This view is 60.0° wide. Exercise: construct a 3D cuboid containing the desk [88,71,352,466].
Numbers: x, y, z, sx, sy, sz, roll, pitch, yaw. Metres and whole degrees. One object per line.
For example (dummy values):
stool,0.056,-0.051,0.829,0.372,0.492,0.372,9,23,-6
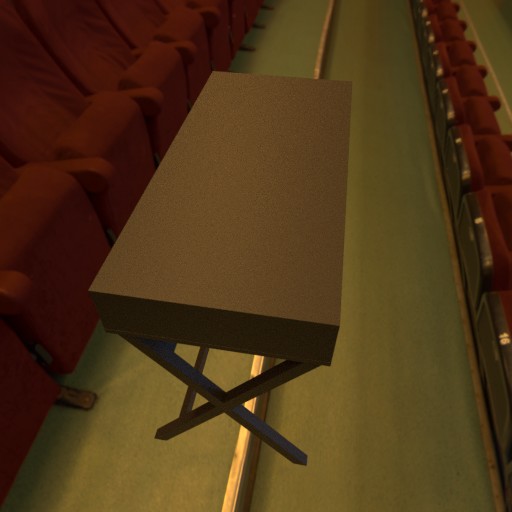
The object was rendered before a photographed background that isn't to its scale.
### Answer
desk,0.000,0.000,1.506,0.504,0.780,1.057,7,46,7
